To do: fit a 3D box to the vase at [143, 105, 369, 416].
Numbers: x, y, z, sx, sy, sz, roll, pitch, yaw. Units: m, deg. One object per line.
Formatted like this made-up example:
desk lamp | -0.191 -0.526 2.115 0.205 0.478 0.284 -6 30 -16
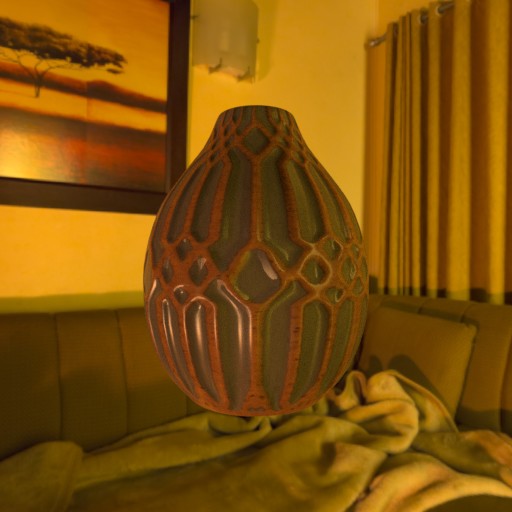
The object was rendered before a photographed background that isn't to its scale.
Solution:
vase | 0.000 0.000 0.140 0.069 0.088 0.069 0 0 0
